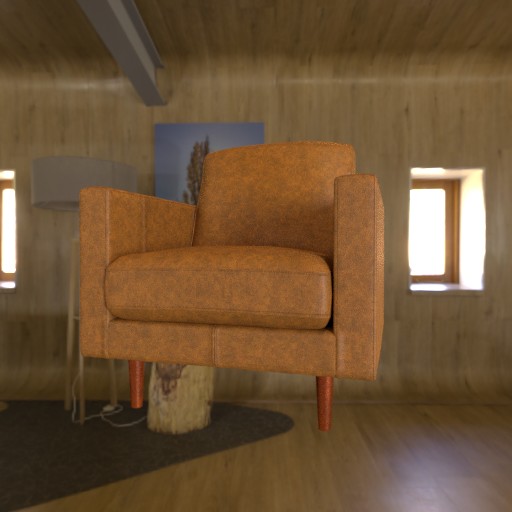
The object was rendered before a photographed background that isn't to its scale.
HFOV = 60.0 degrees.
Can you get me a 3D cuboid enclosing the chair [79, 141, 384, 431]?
[{"bbox_3d":[0.000,0.000,1.630,0.890,0.956,0.909,0,1,17],"label":"chair"}]
